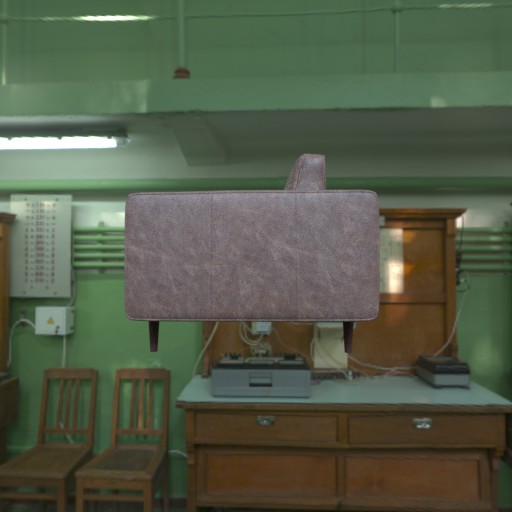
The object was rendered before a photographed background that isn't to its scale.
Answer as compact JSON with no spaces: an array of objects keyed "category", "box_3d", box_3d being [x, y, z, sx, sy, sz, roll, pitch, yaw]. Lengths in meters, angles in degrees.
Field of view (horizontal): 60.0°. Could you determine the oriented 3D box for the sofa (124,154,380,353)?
[{"category":"sofa","box_3d":[0.000,0.000,2.622,0.914,0.762,2.210,0,-1,1]}]
